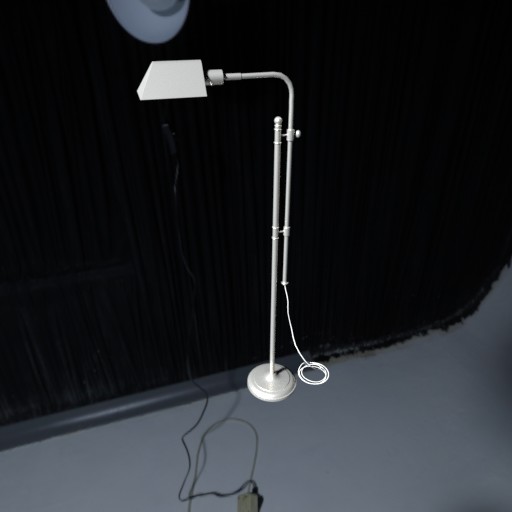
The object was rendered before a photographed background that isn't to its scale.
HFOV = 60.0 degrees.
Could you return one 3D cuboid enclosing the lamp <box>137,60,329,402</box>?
[{"bbox_3d":[0.000,0.000,1.916,0.813,1.571,0.256,-9,31,-14],"label":"lamp"}]
